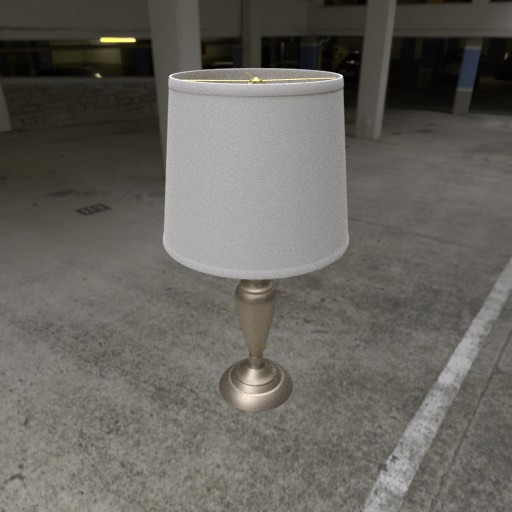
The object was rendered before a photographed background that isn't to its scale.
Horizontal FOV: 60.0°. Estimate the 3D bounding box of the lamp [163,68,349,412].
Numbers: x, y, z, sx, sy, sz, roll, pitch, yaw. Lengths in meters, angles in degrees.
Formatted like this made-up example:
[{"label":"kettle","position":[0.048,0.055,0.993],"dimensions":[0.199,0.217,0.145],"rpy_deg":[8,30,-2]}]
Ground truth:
[{"label":"lamp","position":[0.000,0.000,0.816],"dimensions":[0.328,0.619,0.328],"rpy_deg":[0,27,0]}]
